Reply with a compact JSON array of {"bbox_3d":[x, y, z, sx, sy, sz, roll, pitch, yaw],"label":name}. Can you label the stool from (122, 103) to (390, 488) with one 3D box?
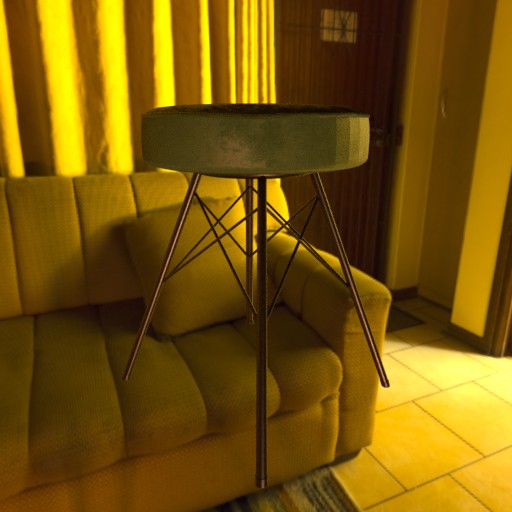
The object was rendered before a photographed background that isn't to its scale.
[{"bbox_3d":[0.000,0.000,0.924,0.430,0.595,0.457,-17,24,-42],"label":"stool"}]
